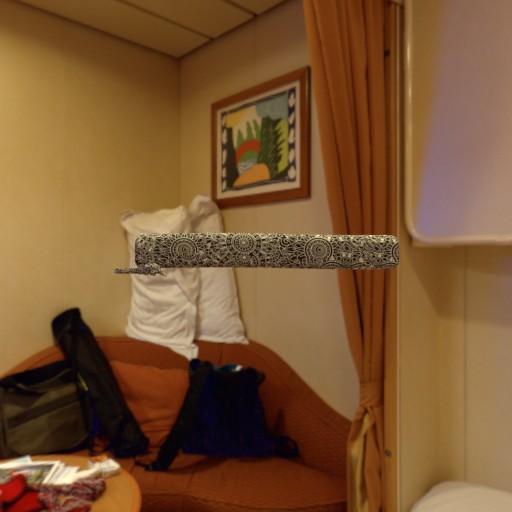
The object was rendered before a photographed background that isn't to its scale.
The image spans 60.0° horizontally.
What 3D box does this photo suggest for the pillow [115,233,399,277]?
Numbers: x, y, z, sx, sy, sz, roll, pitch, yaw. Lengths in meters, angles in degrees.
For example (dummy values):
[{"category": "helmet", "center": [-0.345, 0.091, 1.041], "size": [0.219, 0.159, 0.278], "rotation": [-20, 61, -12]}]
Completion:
[{"category": "pillow", "center": [0.000, 0.000, 1.320], "size": [0.492, 0.081, 1.187], "rotation": [0, 0, 0]}]
